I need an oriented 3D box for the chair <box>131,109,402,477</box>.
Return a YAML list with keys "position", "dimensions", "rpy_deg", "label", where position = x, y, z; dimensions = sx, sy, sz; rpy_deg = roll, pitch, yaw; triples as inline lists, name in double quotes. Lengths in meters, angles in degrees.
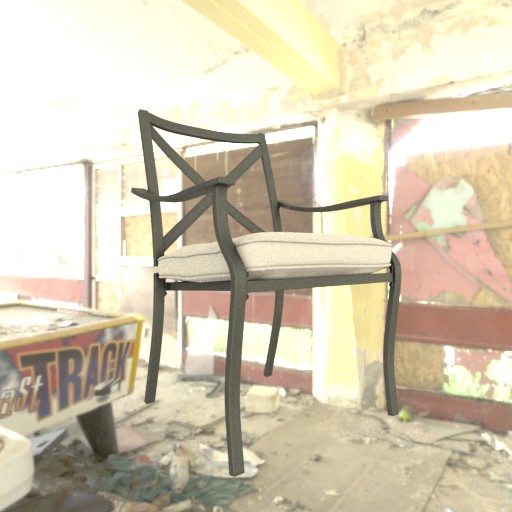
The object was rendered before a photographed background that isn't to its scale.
- position: [0.000, 0.000, 1.291]
  dimensions: [0.575, 0.889, 0.620]
  rpy_deg: [-1, 1, -38]
  label: "chair"
